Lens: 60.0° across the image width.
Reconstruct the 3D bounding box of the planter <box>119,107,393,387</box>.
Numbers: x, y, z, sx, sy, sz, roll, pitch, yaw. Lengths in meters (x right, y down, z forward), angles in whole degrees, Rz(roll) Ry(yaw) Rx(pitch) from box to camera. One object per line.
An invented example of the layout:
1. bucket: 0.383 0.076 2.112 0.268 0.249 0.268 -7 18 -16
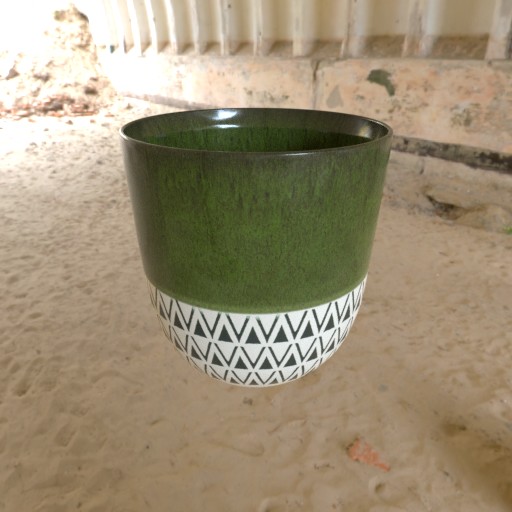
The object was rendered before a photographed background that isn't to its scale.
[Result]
1. planter: 0.000 0.000 0.468 0.245 0.270 0.245 0 25 0
